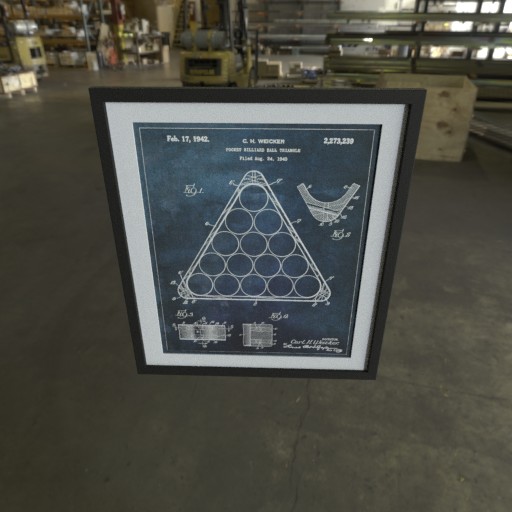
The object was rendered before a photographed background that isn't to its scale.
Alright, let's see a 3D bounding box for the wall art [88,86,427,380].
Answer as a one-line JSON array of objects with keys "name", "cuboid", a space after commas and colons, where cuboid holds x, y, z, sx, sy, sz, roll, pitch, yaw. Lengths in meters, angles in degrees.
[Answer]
[{"name": "wall art", "cuboid": [0.000, 0.000, 1.206, 0.755, 0.863, 0.028, 1, 29, 2]}]
